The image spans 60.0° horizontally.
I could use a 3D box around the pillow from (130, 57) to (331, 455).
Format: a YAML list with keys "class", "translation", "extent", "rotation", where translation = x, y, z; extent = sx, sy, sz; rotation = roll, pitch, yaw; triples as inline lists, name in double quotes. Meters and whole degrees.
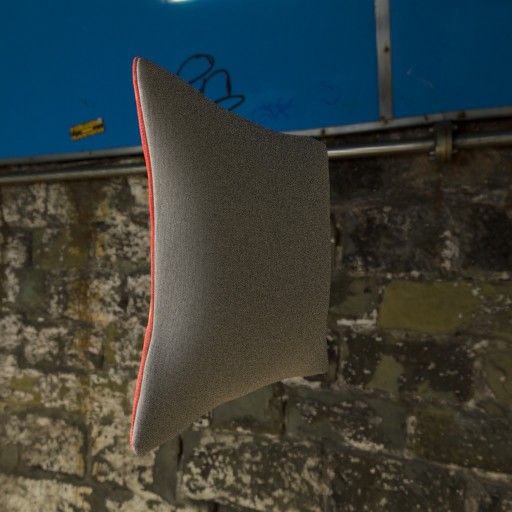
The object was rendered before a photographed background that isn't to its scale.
- class: "pillow"
  translation: [0.000, 0.000, 0.633]
  extent: [0.136, 0.419, 0.437]
  rotation: [0, -1, 36]
